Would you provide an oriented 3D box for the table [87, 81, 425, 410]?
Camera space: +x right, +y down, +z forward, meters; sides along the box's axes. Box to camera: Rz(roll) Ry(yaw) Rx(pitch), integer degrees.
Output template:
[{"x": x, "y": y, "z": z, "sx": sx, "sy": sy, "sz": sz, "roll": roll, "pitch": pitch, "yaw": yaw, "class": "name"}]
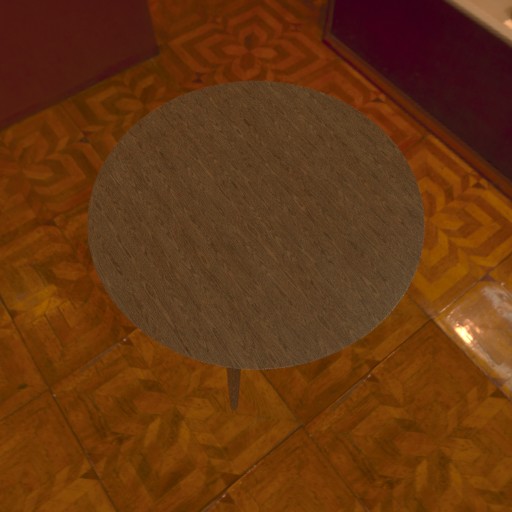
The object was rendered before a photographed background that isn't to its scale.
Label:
[{"x": 0.000, "y": 0.000, "z": 1.755, "sx": 1.053, "sy": 0.786, "sz": 1.053, "roll": 0, "pitch": 64, "yaw": 0, "class": "table"}]
